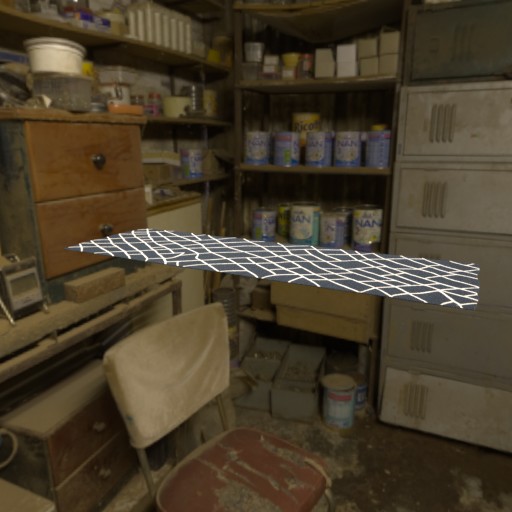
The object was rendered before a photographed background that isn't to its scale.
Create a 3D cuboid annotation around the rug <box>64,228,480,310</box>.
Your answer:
[{"bbox_3d":[0.000,0.000,2.727,2.476,0.010,0.807,7,16,26],"label":"rug"}]
